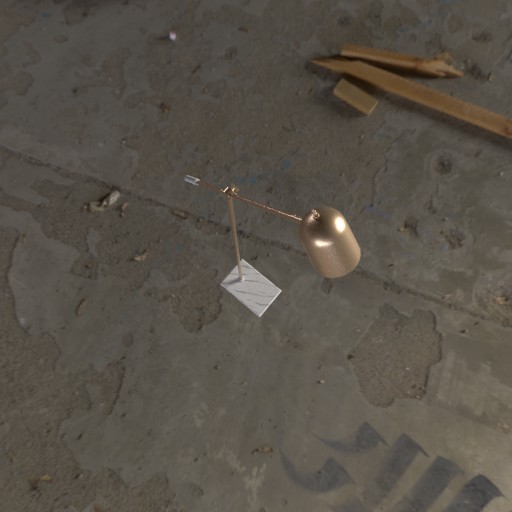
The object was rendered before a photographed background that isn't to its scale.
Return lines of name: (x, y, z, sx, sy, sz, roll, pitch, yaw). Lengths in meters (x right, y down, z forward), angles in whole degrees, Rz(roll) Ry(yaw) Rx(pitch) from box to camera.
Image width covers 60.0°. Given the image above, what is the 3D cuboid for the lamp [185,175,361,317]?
lamp: (0.000, 0.000, 1.807, 0.653, 1.594, 0.194, 39, 78, 10)
